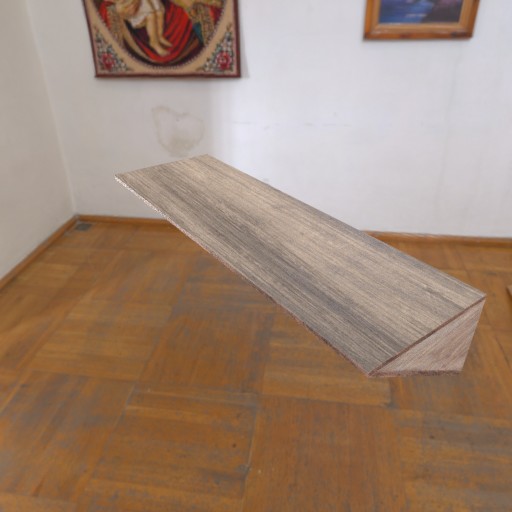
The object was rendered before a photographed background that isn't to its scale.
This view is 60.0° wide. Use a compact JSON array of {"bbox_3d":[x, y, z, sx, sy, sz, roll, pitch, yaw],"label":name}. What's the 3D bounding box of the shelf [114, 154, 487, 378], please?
[{"bbox_3d":[0.000,0.000,0.692,0.200,0.125,0.610,-21,37,-31],"label":"shelf"}]
